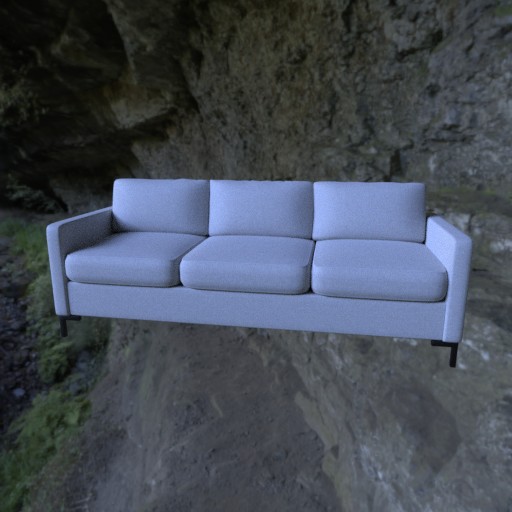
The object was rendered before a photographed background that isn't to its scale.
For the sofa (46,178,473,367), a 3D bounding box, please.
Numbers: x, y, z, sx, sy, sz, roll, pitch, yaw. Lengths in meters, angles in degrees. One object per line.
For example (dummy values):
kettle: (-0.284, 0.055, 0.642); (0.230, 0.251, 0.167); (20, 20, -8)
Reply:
sofa: (0.000, 0.000, 2.688); (2.218, 0.874, 0.859); (2, 14, 9)
